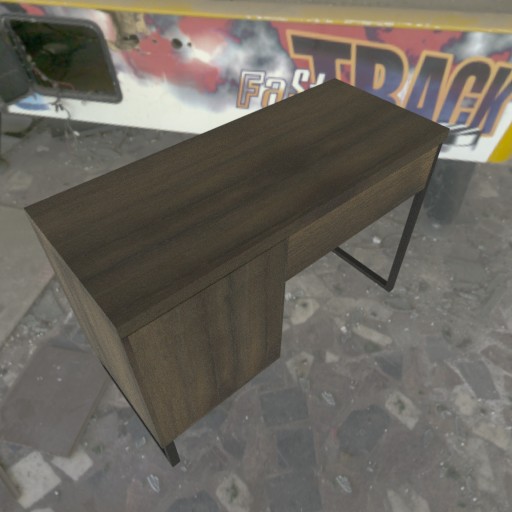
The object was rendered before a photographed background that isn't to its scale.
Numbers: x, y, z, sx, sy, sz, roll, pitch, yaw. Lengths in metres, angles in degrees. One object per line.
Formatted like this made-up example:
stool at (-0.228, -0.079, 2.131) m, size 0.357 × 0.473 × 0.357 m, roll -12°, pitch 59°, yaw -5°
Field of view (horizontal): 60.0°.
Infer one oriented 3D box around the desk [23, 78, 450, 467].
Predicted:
desk at (0.000, 0.000, 1.501) m, size 1.134 × 0.752 × 0.511 m, roll -32°, pitch 53°, yaw -27°
